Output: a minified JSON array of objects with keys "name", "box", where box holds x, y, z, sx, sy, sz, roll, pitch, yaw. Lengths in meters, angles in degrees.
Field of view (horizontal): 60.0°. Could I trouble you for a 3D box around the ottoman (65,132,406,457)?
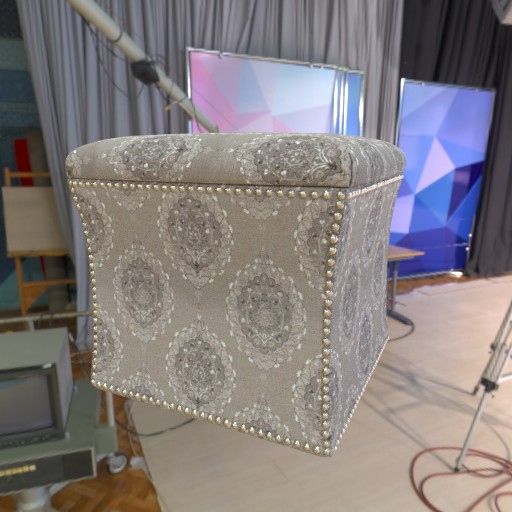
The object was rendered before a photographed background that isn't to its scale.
[{"name":"ottoman","box":[0.000,0.000,0.889,0.507,0.473,0.497,6,15,25]}]
